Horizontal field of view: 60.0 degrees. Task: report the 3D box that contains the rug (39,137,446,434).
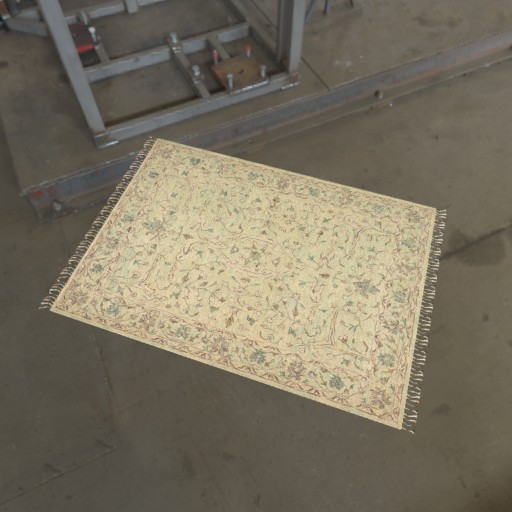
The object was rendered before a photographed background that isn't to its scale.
[{"bbox_3d":[0.000,0.000,2.289,1.802,0.008,1.247,16,60,10],"label":"rug"}]
